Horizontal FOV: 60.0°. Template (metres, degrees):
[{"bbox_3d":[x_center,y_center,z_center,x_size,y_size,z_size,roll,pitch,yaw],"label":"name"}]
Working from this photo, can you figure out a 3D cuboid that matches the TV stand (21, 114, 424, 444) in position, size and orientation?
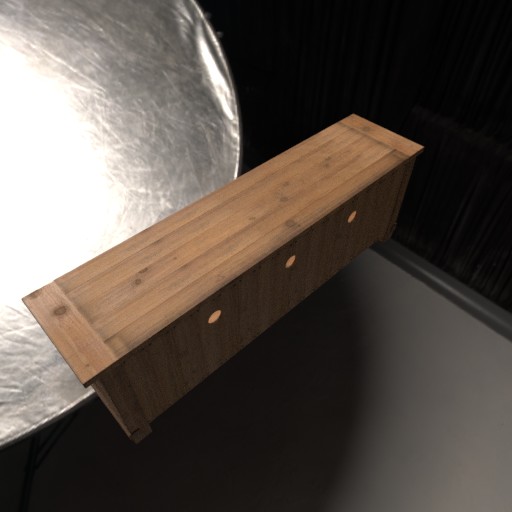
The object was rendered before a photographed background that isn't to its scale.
[{"bbox_3d":[0.000,0.000,2.033,1.804,0.573,0.453,-34,56,-28],"label":"TV stand"}]
